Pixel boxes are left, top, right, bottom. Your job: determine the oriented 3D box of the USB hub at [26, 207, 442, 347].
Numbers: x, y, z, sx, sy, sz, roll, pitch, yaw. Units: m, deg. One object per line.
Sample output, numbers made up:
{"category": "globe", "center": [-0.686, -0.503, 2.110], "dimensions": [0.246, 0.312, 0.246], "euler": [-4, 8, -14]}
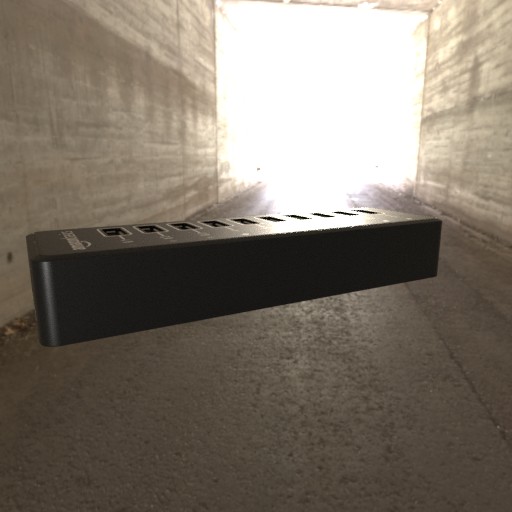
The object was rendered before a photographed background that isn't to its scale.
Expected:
{"category": "USB hub", "center": [0.000, 0.000, 0.159], "dimensions": [0.145, 0.023, 0.044], "euler": [-7, 15, -27]}
